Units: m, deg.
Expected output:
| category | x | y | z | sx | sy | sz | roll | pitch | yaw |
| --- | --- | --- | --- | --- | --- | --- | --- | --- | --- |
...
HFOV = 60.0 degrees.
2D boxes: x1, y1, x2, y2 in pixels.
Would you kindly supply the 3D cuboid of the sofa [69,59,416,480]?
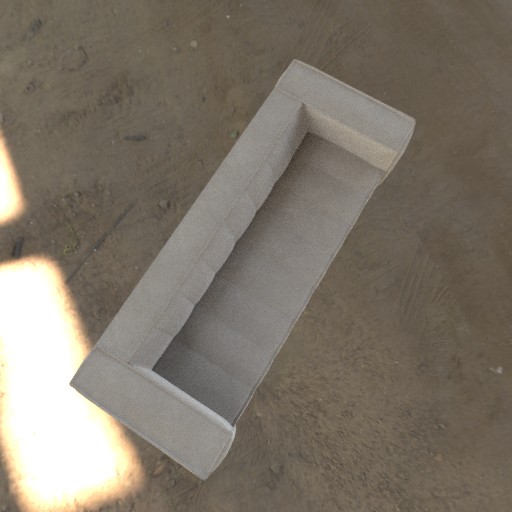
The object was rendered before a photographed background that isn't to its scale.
| category | x | y | z | sx | sy | sz | roll | pitch | yaw |
| --- | --- | --- | --- | --- | --- | --- | --- | --- | --- |
| sofa | 0.000 | 0.000 | 3.135 | 1.038 | 0.680 | 2.697 | 31 | 77 | 8 |
